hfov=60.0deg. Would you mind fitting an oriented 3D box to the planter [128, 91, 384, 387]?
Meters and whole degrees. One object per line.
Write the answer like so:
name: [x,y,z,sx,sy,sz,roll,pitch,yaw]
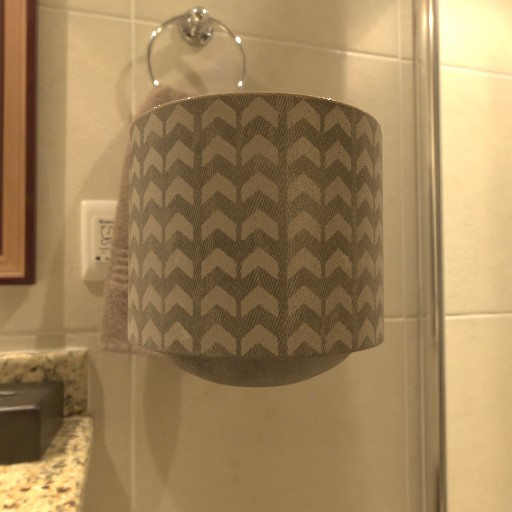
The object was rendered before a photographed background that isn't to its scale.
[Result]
planter: [0.000,0.000,0.452,0.250,0.239,0.250,0,-2,0]
